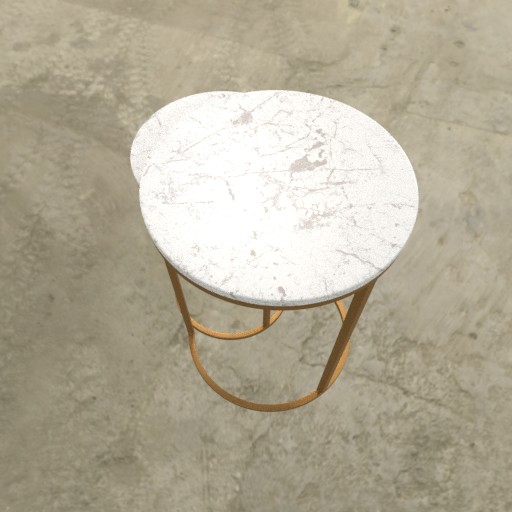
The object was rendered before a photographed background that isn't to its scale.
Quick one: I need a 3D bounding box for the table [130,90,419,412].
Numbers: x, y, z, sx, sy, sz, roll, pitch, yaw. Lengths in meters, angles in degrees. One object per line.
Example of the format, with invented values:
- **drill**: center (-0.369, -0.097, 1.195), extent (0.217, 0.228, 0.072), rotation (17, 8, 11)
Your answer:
- **table**: center (0.000, 0.000, 0.898), extent (0.400, 0.550, 0.507), rotation (-33, 63, -19)
